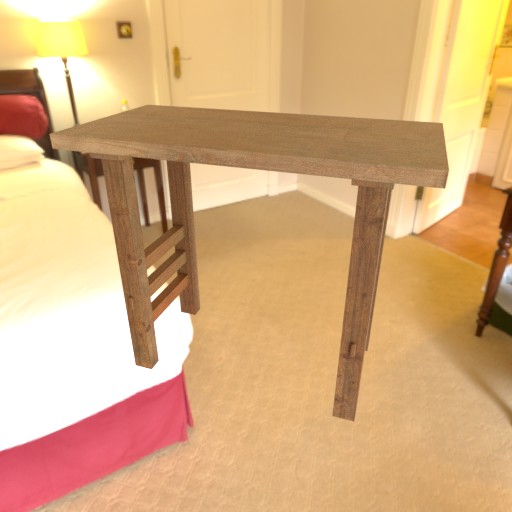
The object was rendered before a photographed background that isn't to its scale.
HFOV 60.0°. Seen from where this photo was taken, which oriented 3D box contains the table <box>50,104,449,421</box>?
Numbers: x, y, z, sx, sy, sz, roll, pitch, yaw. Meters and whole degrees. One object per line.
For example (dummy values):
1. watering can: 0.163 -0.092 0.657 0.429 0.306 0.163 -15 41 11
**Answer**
1. table: 0.000 0.000 1.613 1.119 0.914 0.556 9 29 17
